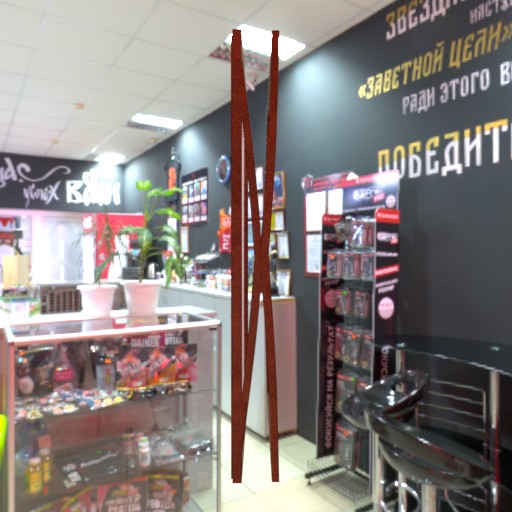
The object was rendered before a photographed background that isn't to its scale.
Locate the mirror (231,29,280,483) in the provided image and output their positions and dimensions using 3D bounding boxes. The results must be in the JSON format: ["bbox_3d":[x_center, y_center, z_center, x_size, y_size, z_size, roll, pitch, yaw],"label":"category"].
[{"bbox_3d":[0.000,0.000,0.982,0.082,0.768,0.468,0,1,0],"label":"mirror"}]
